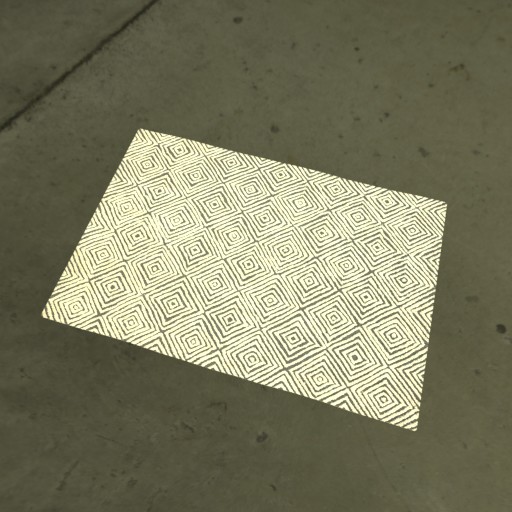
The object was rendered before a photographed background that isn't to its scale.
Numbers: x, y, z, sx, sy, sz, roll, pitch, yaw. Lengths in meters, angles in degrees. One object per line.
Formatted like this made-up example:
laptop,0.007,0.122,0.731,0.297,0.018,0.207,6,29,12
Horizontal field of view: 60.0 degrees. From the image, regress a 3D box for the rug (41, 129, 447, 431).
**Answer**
rug,0.000,0.000,2.201,1.750,0.004,1.177,15,66,7
